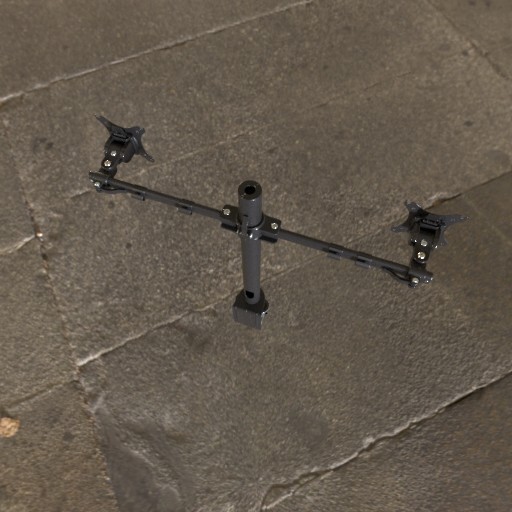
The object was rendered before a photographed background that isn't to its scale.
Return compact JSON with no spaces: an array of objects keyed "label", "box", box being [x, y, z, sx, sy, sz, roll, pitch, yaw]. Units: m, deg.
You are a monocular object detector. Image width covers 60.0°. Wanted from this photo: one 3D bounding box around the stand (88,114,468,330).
[{"label":"stand","box":[0.000,0.000,1.031,0.743,0.603,0.150,17,64,9]}]
